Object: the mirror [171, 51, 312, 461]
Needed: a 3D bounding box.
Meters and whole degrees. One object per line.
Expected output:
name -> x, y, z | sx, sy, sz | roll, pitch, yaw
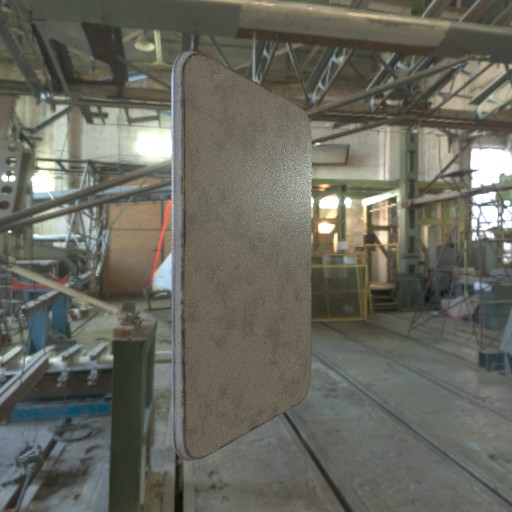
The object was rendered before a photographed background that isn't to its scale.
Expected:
mirror -> 0.000, 0.000, 0.914 | 0.024, 0.713, 0.461 | 0, 1, 35
